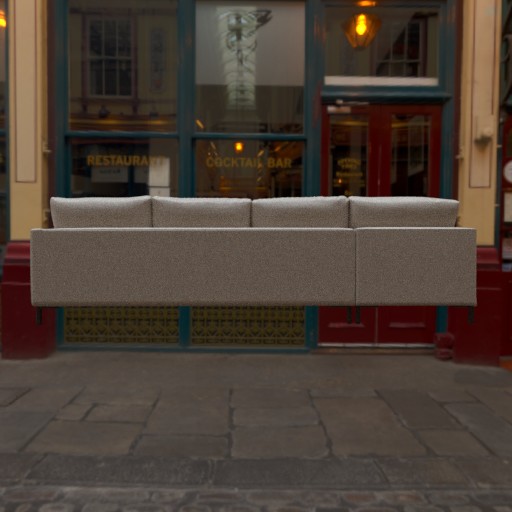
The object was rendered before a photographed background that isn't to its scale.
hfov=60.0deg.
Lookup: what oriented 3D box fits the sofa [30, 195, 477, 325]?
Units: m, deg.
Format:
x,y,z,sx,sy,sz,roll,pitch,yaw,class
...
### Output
x,y,z,sx,sy,sz,roll,pitch,yaw,class
0.000,0.000,3.152,2.423,0.703,1.617,0,1,-1,sofa
